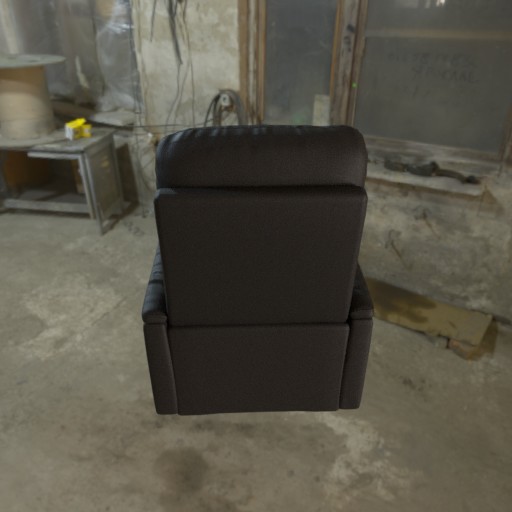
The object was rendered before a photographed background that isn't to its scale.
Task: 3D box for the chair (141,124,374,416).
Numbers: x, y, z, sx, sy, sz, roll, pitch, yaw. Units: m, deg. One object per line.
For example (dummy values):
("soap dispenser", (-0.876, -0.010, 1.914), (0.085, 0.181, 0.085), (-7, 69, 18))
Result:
("chair", (0.000, 0.000, 1.663), (0.775, 1.082, 0.831), (-1, 29, -2))
